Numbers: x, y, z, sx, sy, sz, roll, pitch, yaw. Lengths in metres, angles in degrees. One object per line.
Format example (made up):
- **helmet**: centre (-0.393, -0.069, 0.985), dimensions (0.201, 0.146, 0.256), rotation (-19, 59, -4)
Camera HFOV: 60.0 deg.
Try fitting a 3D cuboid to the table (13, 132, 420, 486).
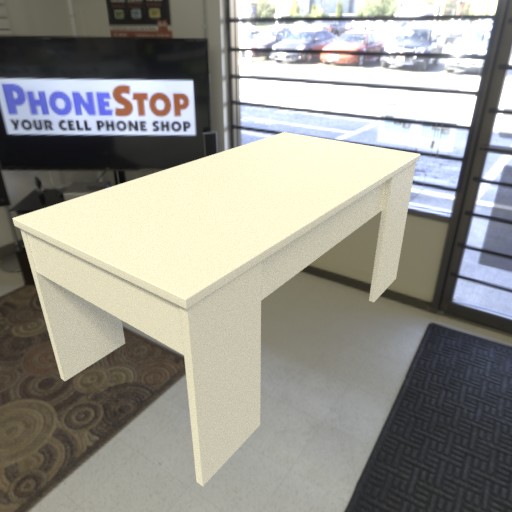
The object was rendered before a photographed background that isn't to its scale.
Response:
- **table**: centre (0.000, 0.000, 1.232), dimensions (0.500, 0.440, 1.000), rotation (19, 34, 32)
